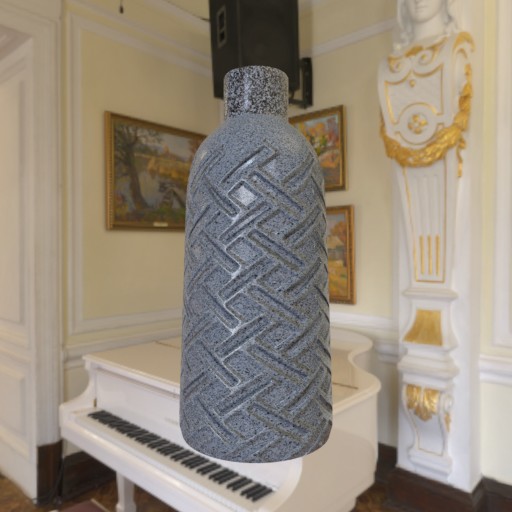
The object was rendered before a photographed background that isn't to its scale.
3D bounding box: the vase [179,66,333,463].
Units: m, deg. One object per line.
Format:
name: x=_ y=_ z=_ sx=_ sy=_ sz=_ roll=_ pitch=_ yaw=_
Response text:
vase: x=0.000 y=0.000 z=0.355 sx=0.122 sy=0.282 sz=0.122 roll=0 pitch=1 yaw=0
